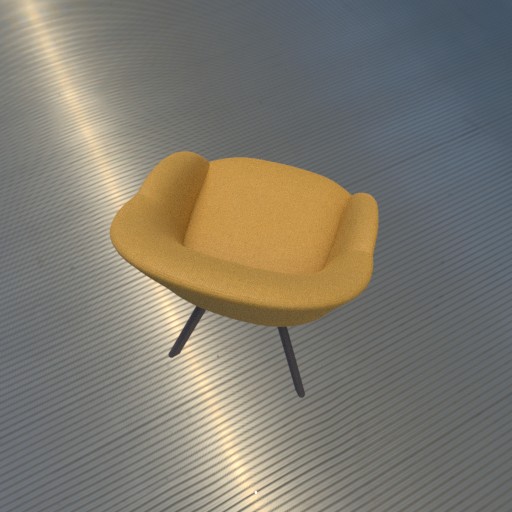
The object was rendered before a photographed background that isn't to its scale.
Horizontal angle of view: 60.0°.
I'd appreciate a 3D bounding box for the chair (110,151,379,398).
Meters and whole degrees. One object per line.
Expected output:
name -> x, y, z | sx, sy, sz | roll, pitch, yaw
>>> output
chair -> 0.000, 0.000, 1.199 | 0.551, 0.793, 0.583 | 15, 63, 8
